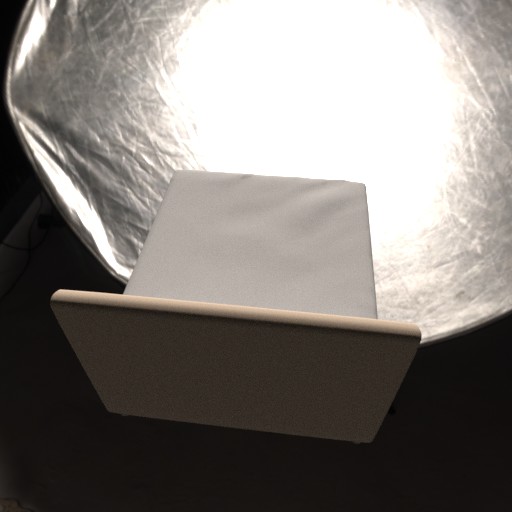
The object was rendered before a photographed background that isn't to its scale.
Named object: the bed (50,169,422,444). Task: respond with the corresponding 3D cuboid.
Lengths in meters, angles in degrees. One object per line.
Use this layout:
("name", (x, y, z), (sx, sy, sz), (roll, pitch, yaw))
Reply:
("bed", (0.000, 0.000, 3.292), (1.884, 1.330, 2.142), (5, 46, 5))
